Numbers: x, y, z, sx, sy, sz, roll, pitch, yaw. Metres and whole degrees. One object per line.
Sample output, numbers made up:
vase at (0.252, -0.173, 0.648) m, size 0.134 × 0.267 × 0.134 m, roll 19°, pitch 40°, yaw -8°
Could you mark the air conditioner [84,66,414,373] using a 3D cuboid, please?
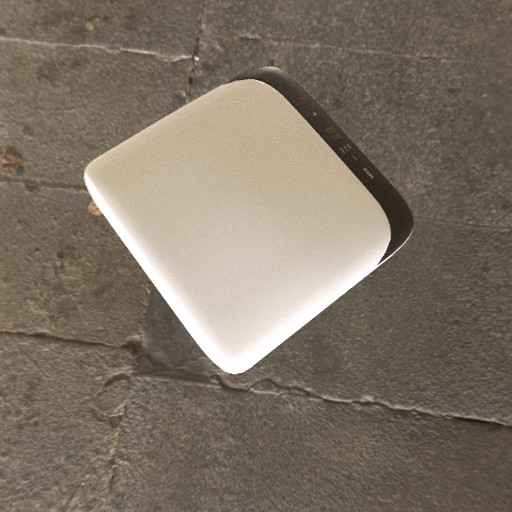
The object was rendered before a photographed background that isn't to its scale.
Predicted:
air conditioner at (0.000, 0.000, 0.930) m, size 0.369 × 0.716 × 0.352 m, roll -37°, pitch 79°, yaw -9°
